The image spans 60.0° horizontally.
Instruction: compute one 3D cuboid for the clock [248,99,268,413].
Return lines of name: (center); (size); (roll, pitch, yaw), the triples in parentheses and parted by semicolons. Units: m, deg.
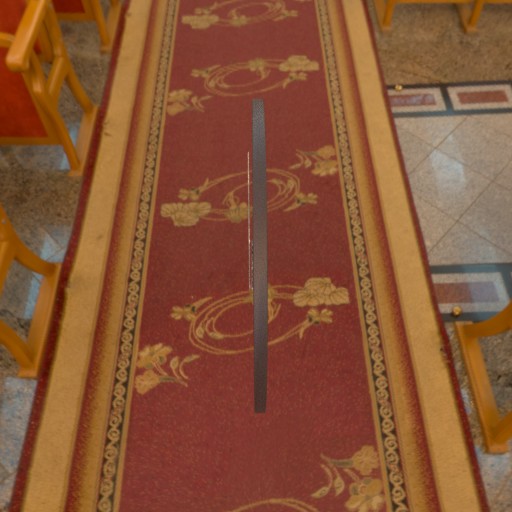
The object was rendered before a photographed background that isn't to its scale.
clock: (0.000, 0.000, 0.891); (0.029, 0.595, 0.595); (0, 59, 0)
